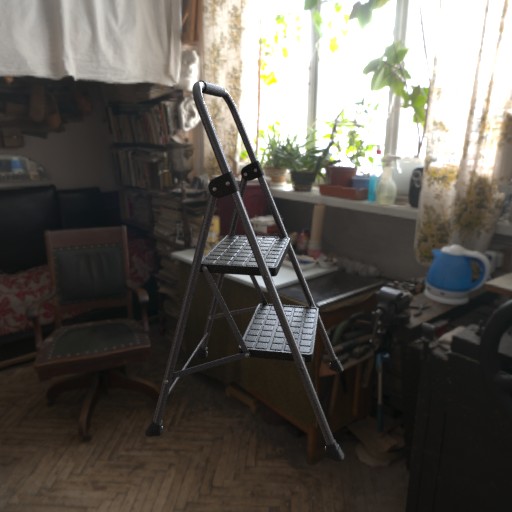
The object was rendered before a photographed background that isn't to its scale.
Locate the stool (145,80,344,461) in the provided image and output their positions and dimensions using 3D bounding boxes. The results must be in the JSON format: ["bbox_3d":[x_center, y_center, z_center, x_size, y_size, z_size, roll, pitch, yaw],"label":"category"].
[{"bbox_3d":[0.000,0.000,1.195,0.514,0.872,0.450,3,17,10],"label":"stool"}]
